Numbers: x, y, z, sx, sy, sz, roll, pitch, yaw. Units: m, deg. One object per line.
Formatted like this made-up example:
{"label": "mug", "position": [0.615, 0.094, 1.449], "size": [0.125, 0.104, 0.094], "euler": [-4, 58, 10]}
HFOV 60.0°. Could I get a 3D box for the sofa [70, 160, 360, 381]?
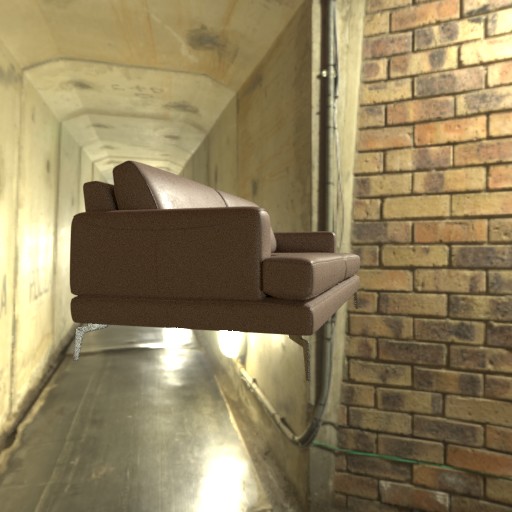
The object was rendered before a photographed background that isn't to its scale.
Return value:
{"label": "sofa", "position": [0.000, 0.000, 2.409], "size": [0.974, 0.765, 1.940], "euler": [0, 0, 17]}
